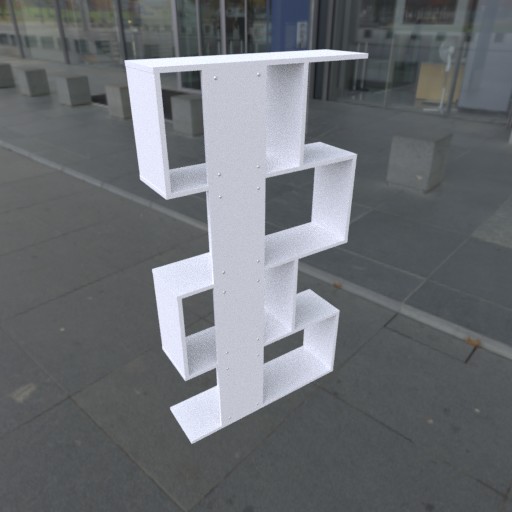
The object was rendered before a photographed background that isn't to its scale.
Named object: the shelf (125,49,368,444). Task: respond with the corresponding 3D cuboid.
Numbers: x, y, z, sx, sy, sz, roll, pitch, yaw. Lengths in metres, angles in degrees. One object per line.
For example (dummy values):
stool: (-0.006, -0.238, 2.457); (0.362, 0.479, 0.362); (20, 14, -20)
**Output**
shelf: (0.000, 0.000, 2.005); (0.890, 1.650, 0.250); (-18, 33, -29)
